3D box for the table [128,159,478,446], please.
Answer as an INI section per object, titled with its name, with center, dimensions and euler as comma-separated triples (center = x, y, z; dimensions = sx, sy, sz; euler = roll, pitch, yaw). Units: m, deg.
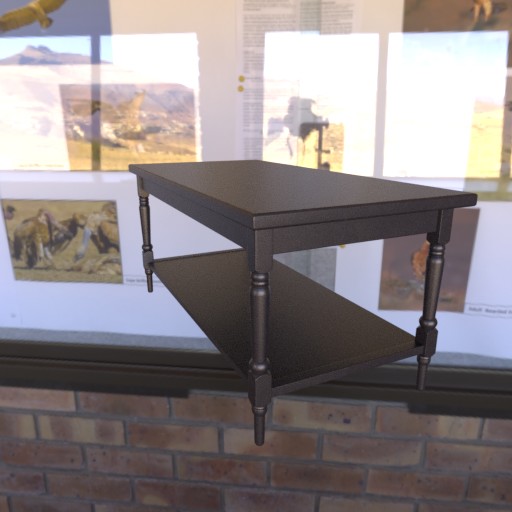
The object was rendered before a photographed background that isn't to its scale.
[table]
center = 0.000, 0.000, 1.409
dimensions = 0.550, 0.510, 1.107
euler = -8, 18, -25
